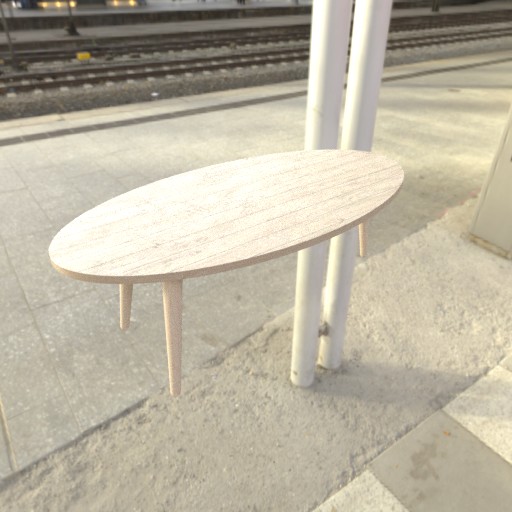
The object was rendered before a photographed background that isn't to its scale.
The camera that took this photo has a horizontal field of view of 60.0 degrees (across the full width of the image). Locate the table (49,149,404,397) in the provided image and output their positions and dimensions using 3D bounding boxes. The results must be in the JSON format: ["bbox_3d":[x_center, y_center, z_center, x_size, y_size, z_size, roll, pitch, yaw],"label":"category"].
[{"bbox_3d":[0.000,0.000,1.315,1.083,0.390,0.542,-22,38,-31],"label":"table"}]
